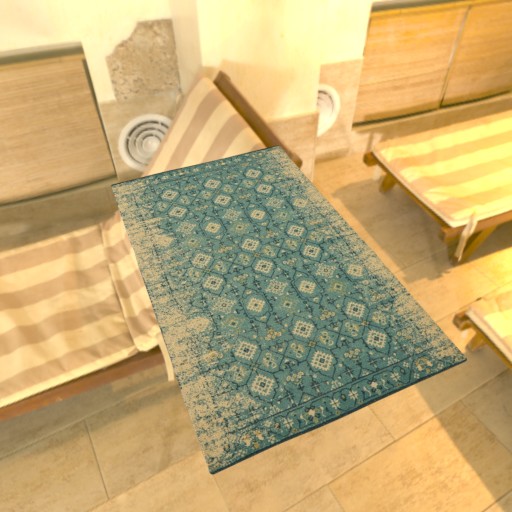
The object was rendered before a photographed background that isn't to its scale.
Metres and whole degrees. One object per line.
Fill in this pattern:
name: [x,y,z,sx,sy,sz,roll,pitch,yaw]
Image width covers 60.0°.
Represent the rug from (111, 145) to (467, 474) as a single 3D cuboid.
rug: [0.000,0.000,3.043,1.530,0.015,2.449,-17,48,-16]
